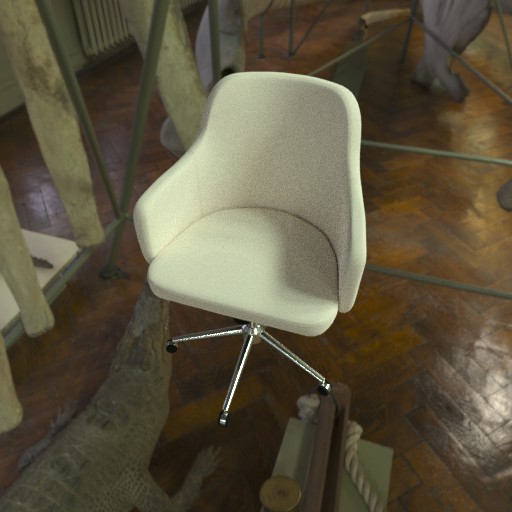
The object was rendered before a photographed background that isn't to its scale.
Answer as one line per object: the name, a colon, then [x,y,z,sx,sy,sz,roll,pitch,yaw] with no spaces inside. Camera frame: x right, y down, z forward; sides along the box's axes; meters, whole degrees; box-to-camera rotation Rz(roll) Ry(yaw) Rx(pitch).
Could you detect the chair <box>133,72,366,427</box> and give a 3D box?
chair: [0.000,0.000,1.271,0.602,0.819,0.647,13,44,13]
